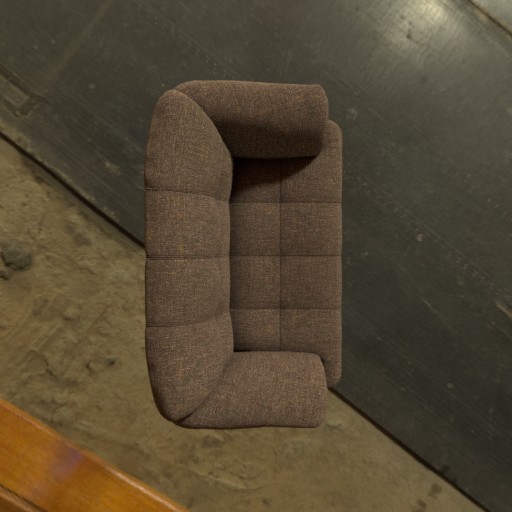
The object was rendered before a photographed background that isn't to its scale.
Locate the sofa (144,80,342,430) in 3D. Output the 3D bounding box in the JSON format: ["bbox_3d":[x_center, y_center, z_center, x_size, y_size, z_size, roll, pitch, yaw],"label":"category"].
[{"bbox_3d":[0.000,0.000,2.005,0.799,0.895,1.404,0,91,0],"label":"sofa"}]
